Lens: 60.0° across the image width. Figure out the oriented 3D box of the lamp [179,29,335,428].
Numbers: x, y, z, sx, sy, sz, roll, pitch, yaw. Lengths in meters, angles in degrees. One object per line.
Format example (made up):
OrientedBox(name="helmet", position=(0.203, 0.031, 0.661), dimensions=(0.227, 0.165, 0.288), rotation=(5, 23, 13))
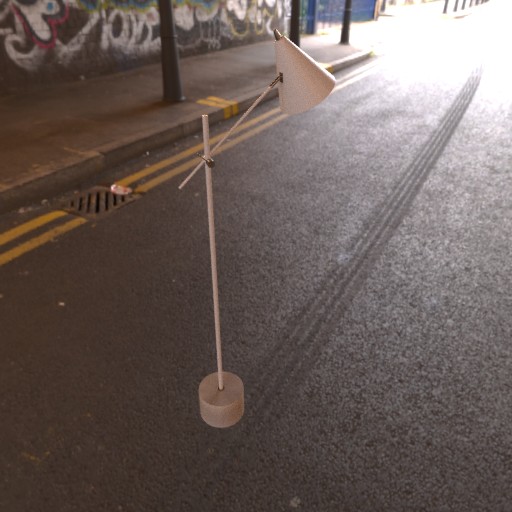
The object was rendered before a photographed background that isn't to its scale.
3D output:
OrientedBox(name="lamp", position=(0.000, 0.000, 1.571), dimensions=(0.508, 1.430, 0.223), rotation=(-12, 34, -19))
